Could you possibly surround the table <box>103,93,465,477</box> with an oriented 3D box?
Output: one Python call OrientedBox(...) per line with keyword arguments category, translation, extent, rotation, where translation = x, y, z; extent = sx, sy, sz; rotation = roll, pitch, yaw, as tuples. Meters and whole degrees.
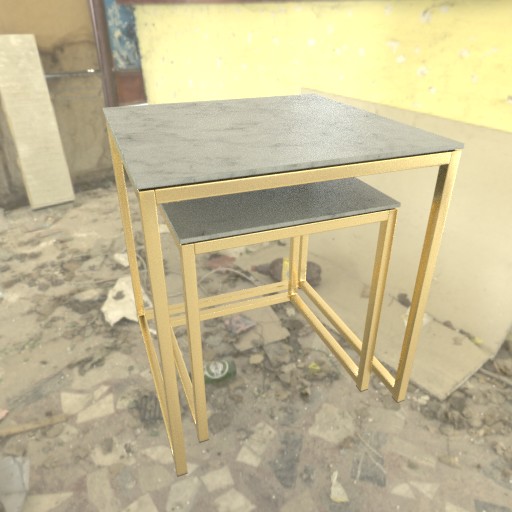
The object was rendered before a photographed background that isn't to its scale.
OrientedBox(category="table", translation=(0.000, 0.000, 0.849), extent=(0.450, 0.500, 0.450), rotation=(-11, 31, -18))
